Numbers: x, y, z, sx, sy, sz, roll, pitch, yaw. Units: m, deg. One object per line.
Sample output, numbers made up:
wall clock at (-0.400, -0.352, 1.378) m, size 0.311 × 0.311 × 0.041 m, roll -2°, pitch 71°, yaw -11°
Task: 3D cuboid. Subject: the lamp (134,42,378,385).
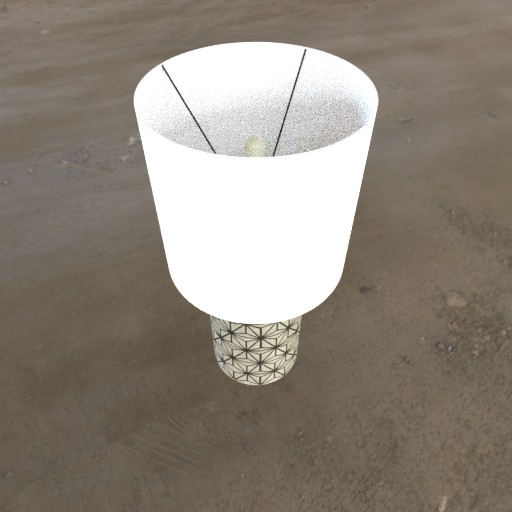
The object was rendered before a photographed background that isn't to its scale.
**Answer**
lamp at (0.000, 0.000, 0.531) m, size 0.206 × 0.416 × 0.206 m, roll 23°, pitch 51°, yaw 20°
